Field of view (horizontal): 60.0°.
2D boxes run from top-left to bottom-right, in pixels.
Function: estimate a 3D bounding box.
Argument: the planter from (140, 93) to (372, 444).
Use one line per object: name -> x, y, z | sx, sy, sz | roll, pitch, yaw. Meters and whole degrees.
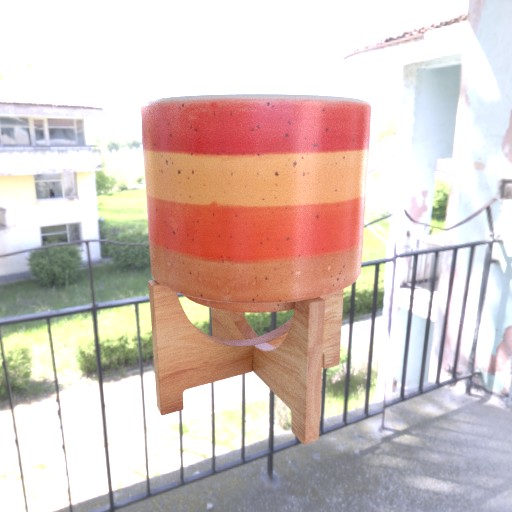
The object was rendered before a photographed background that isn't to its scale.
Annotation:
planter -> 0.000, 0.000, 0.411 | 0.199, 0.268, 0.199 | 0, 15, 0
